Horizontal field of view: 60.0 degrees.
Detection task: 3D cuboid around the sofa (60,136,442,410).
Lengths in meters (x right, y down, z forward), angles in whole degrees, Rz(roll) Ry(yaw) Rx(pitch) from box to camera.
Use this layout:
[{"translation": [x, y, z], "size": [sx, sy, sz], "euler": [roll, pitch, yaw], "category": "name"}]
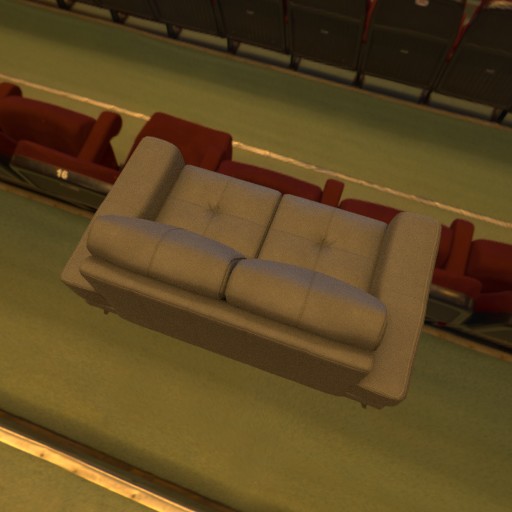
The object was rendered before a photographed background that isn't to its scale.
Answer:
[{"translation": [0.000, 0.000, 2.373], "size": [1.806, 0.907, 1.018], "euler": [18, 64, 9], "category": "sofa"}]
